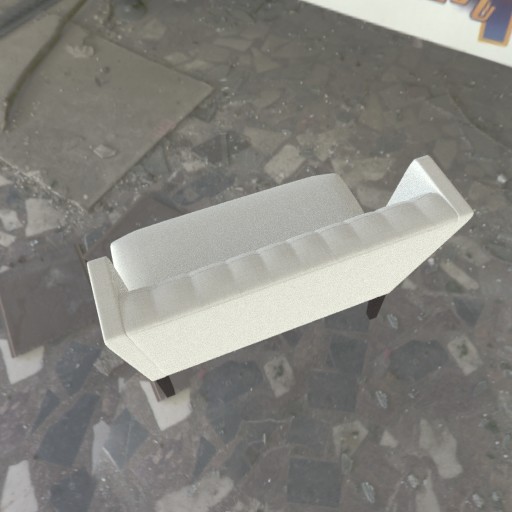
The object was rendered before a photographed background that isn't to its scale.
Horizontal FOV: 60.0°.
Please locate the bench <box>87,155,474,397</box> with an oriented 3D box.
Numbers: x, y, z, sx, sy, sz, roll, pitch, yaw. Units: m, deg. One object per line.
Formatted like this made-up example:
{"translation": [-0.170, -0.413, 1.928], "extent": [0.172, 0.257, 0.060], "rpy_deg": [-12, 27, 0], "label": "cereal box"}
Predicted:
{"translation": [0.000, 0.000, 2.045], "extent": [1.280, 1.123, 0.847], "rpy_deg": [-19, 61, -11], "label": "bench"}
